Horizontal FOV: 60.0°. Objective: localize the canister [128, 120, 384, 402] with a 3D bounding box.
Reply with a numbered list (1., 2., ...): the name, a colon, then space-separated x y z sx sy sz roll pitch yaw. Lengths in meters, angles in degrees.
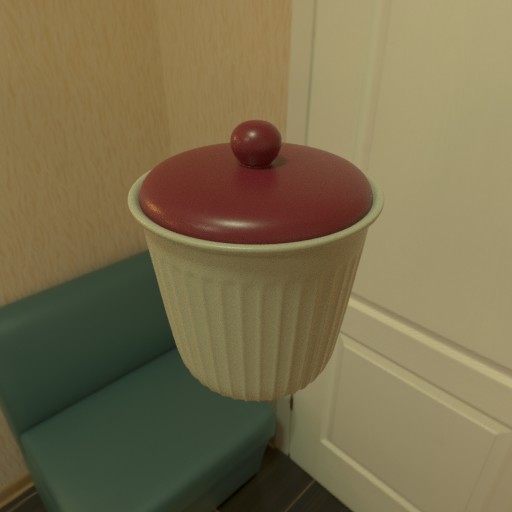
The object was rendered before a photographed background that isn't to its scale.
1. canister: 0.000 0.000 0.352 0.181 0.211 0.181 0 31 0
